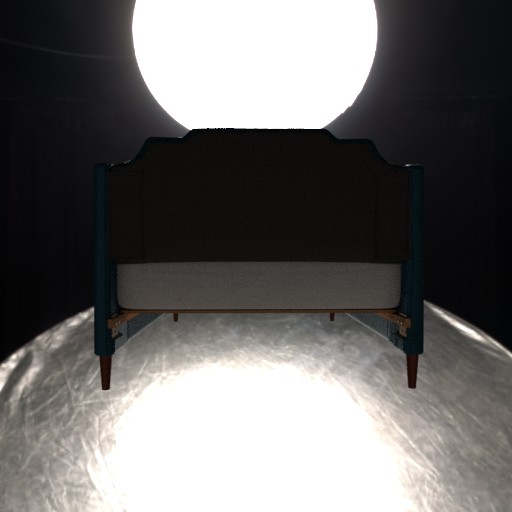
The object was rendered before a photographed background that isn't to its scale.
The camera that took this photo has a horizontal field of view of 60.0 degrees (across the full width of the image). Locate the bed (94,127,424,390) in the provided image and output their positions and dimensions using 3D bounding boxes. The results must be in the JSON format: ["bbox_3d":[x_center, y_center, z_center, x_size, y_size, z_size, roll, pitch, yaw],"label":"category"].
[{"bbox_3d":[0.000,0.000,3.387,1.678,1.338,2.322,0,1,-1],"label":"bed"}]
